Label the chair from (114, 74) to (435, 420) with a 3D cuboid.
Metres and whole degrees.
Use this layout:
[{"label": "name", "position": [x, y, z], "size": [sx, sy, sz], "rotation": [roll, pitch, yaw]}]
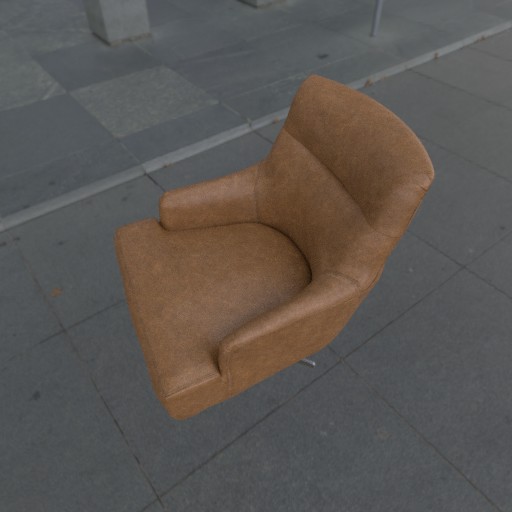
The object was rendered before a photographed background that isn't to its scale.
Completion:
[{"label": "chair", "position": [0.000, 0.000, 1.472], "size": [0.874, 0.869, 0.729], "rotation": [-17, 48, -16]}]
